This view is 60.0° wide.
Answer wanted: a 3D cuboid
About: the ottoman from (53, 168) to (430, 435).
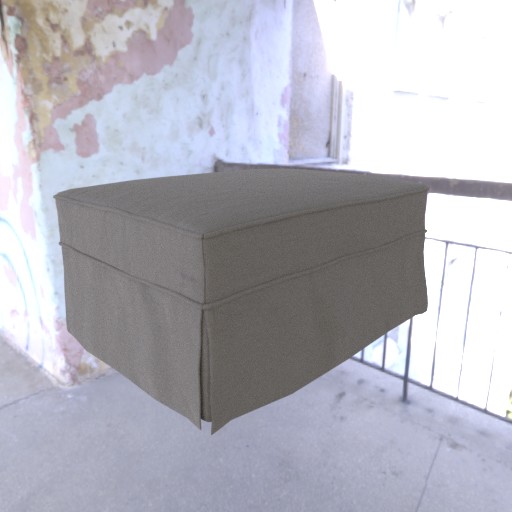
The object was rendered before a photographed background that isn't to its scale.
[{"bbox_3d":[0.000,0.000,1.321,0.944,0.479,0.703,-15,22,-43],"label":"ottoman"}]
